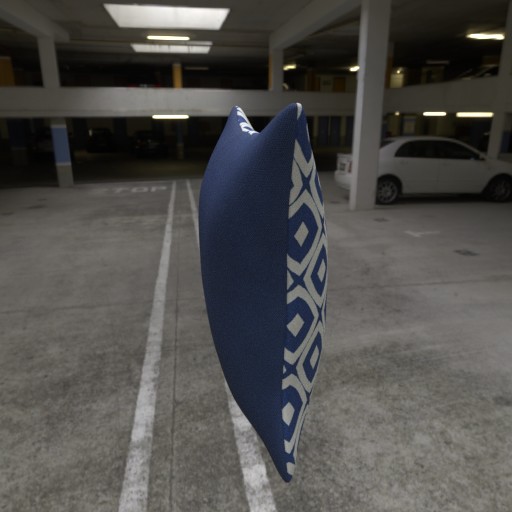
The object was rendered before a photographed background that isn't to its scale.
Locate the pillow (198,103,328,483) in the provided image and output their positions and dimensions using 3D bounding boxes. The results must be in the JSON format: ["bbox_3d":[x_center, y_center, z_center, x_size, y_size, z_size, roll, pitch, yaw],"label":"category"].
[{"bbox_3d":[0.000,0.000,0.763,0.188,0.494,0.504,-3,18,-9],"label":"pillow"}]
